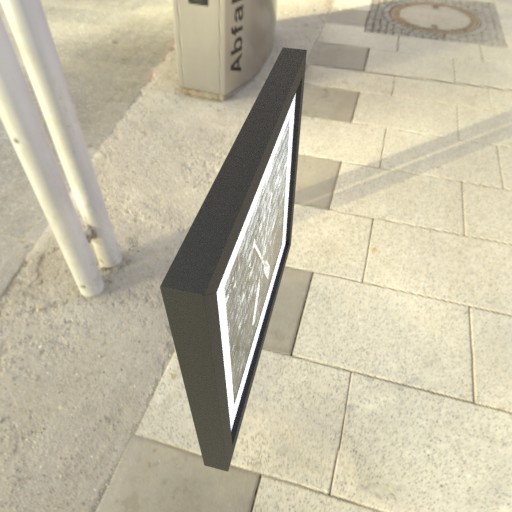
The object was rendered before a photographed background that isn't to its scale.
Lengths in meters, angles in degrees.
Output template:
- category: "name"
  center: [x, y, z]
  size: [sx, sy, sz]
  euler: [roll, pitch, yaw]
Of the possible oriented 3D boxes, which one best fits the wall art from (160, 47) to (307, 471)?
- category: "wall art"
  center: [0.000, 0.000, 0.523]
  size: [0.029, 0.330, 0.381]
  euler: [10, 48, 10]
